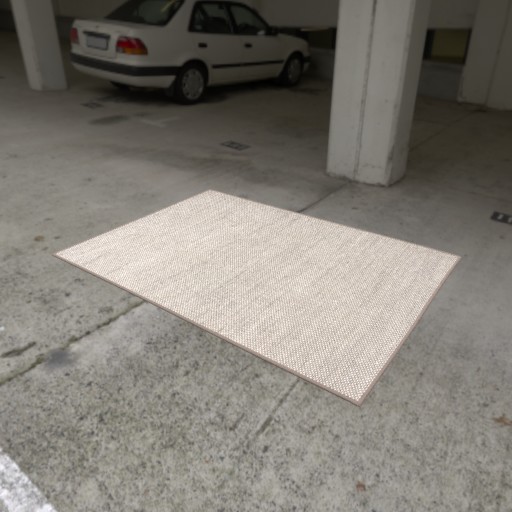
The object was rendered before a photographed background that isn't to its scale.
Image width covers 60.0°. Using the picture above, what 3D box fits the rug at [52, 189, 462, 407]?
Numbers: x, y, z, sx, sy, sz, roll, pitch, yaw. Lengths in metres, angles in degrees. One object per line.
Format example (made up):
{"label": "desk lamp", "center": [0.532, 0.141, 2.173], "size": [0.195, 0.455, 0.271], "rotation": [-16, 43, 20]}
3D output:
{"label": "rug", "center": [0.000, 0.000, 2.799], "size": [2.115, 0.013, 1.517], "rotation": [19, 34, 31]}
